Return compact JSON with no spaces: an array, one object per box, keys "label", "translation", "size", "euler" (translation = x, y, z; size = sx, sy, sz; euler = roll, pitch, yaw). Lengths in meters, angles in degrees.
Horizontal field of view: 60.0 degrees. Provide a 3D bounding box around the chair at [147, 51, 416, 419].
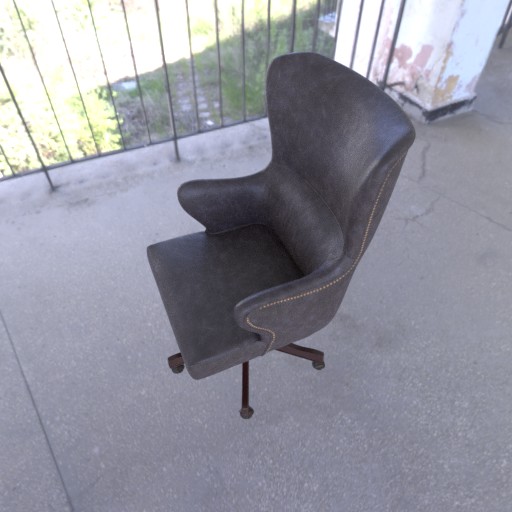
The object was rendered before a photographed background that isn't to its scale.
[{"label":"chair","translation":[0.000,0.000,1.441],"size":[0.717,1.037,0.594],"euler":[-17,49,-16]}]
